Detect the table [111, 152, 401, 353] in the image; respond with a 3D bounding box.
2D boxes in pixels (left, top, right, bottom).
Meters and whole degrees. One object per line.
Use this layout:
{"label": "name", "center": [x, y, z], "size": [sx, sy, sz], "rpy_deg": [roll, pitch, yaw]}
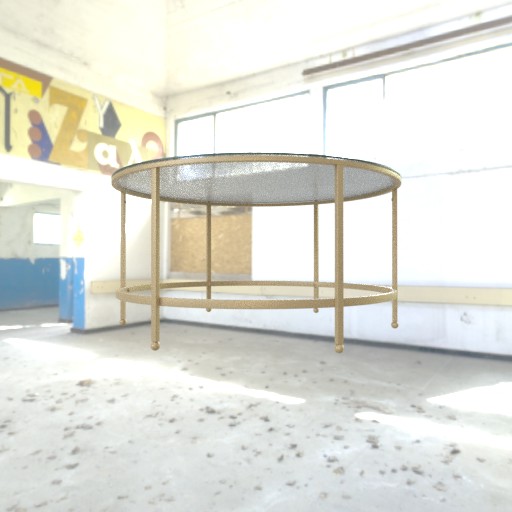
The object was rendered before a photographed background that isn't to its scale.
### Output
{"label": "table", "center": [0.000, 0.000, 1.465], "size": [0.914, 0.470, 0.914], "rpy_deg": [0, 0, 0]}
